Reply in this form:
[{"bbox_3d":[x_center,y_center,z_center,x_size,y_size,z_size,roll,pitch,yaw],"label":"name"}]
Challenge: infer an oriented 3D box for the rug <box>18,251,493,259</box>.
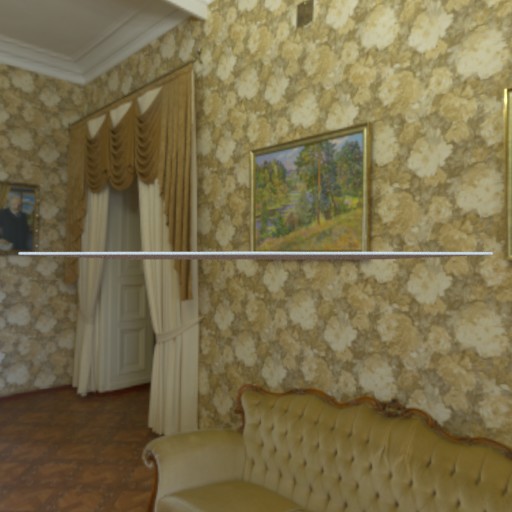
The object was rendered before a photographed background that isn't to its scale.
[{"bbox_3d":[0.000,0.000,3.859,2.921,0.032,2.311,0,-1,0],"label":"rug"}]
